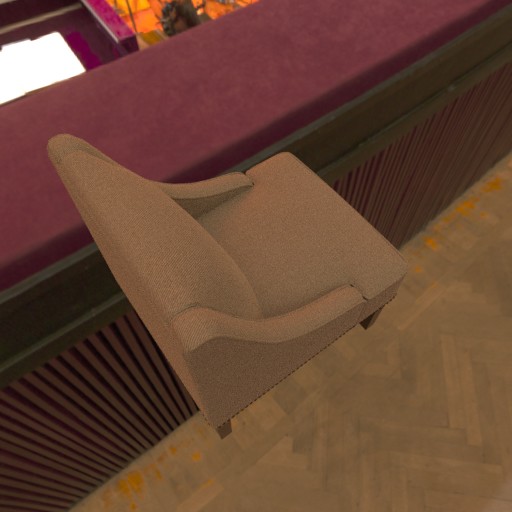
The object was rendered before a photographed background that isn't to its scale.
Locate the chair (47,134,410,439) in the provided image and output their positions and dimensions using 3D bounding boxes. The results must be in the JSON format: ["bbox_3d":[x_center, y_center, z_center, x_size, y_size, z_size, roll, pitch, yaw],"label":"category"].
[{"bbox_3d":[0.000,0.000,1.341,0.748,0.872,0.628,-32,63,-19],"label":"chair"}]
